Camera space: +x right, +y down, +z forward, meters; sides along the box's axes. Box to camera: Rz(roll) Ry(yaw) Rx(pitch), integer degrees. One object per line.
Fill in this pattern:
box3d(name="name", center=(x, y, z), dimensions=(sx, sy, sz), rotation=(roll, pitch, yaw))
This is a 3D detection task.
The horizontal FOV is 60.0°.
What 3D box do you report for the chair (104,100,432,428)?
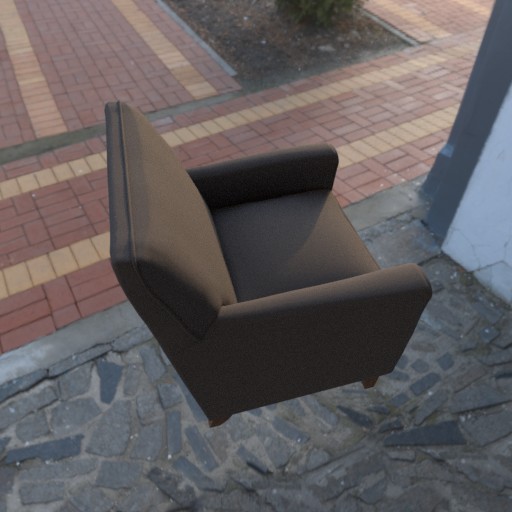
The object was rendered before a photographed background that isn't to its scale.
box3d(name="chair", center=(0.000, 0.000, 1.574), dimensions=(0.831, 0.911, 0.836), rotation=(-10, 46, -10))
